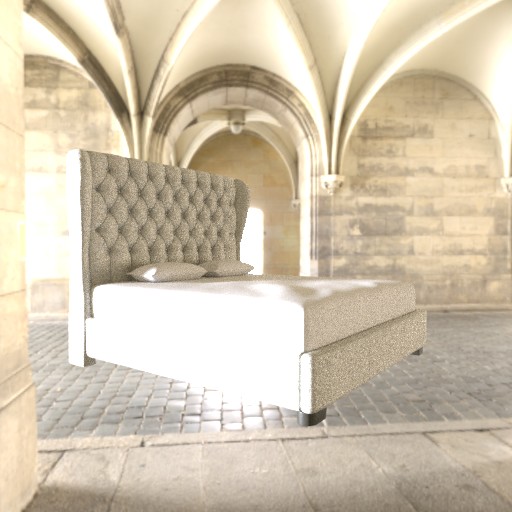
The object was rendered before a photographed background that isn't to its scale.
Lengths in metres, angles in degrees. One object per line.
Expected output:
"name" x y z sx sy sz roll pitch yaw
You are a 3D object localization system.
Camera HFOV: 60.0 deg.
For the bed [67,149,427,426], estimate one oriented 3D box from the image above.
"bed" 0.000 0.000 3.857 2.347 1.771 2.219 1 2 36
